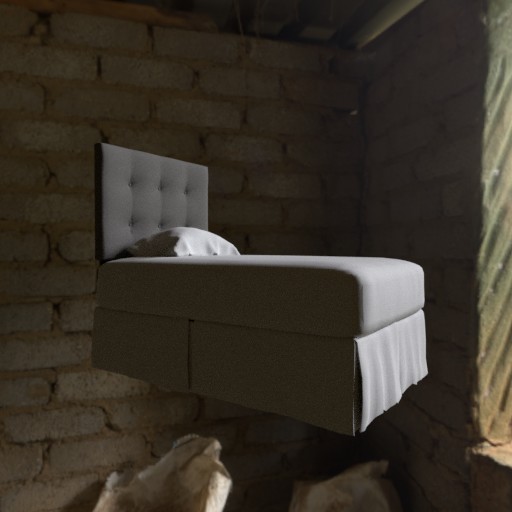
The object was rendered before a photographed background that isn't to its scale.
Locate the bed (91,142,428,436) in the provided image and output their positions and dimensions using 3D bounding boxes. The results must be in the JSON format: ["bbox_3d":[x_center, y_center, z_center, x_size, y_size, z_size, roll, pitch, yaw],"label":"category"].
[{"bbox_3d":[0.000,0.000,3.000,1.997,1.571,1.261,1,1,35],"label":"bed"}]
